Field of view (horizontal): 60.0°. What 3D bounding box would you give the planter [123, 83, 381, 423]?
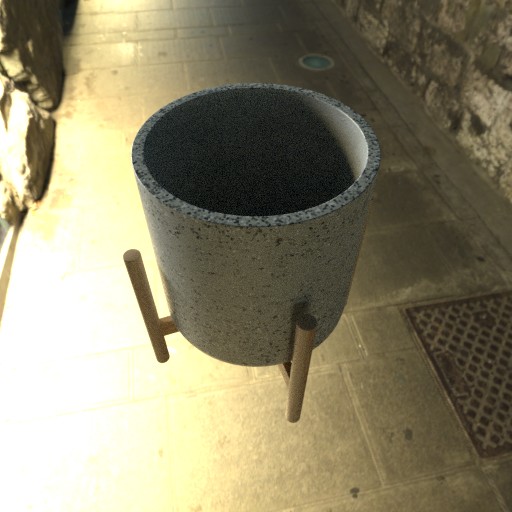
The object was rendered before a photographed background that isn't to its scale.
[{"bbox_3d":[0.000,0.000,0.701,0.360,0.419,0.360,2,48,2],"label":"planter"}]
